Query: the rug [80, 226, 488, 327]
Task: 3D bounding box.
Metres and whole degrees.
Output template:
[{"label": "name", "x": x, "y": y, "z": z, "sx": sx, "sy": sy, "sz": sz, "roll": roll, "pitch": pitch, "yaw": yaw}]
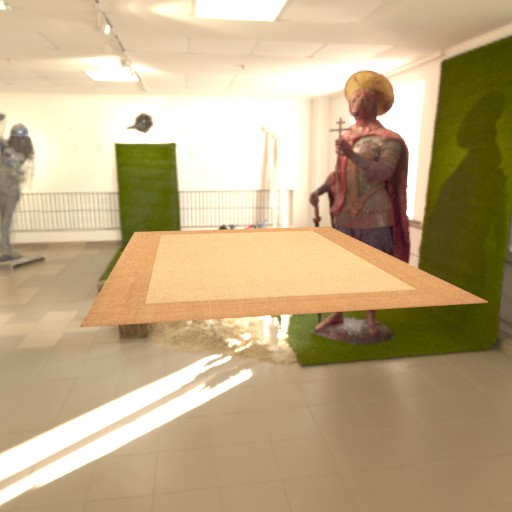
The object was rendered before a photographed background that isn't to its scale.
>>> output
[{"label": "rug", "x": 0.000, "y": 0.000, "z": 4.047, "sx": 2.438, "sy": 0.014, "sz": 3.048, "roll": -2, "pitch": 13, "yaw": -9}]
